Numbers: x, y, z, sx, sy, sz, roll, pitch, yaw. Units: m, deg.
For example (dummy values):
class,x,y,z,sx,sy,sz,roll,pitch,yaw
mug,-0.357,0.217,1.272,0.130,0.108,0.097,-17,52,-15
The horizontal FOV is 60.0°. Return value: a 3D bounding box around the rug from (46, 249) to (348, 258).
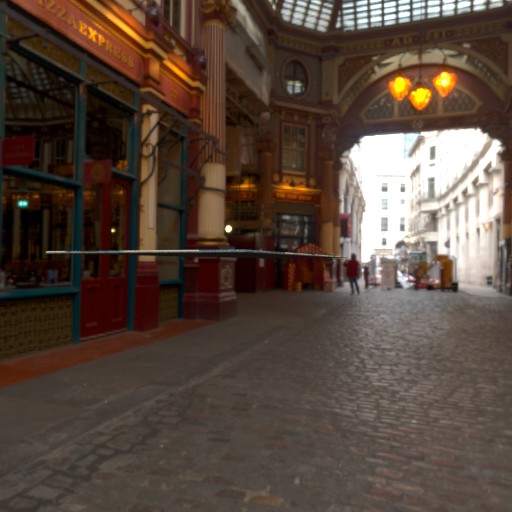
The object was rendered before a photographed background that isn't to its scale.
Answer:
class,x,y,z,sx,sy,sz,roll,pitch,yaw
rug,0.000,0.000,2.627,0.774,0.008,2.437,0,-1,19
